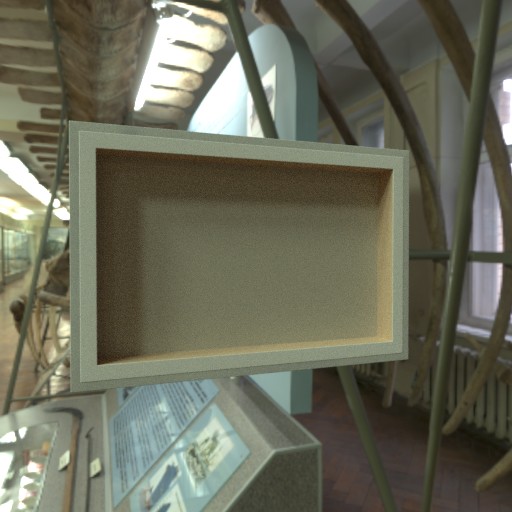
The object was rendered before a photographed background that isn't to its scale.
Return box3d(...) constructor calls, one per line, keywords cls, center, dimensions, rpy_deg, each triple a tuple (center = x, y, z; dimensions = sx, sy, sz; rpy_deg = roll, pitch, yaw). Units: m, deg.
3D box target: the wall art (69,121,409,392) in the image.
box3d(cls="wall art", center=(0.000, 0.000, 0.494), dimensions=(0.381, 0.254, 0.038), rpy_deg=(0, 1, -19))
